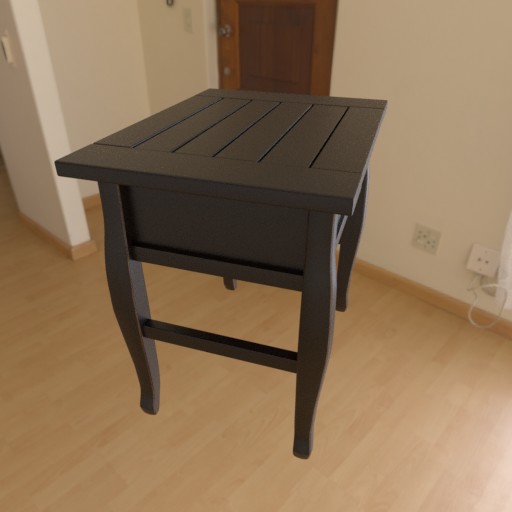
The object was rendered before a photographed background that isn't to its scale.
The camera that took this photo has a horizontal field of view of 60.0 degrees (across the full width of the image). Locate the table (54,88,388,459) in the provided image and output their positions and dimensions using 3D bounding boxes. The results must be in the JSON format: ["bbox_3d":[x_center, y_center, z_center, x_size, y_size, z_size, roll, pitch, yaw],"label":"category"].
[{"bbox_3d":[0.000,0.000,1.021,0.460,0.604,0.602,10,33,15],"label":"table"}]
